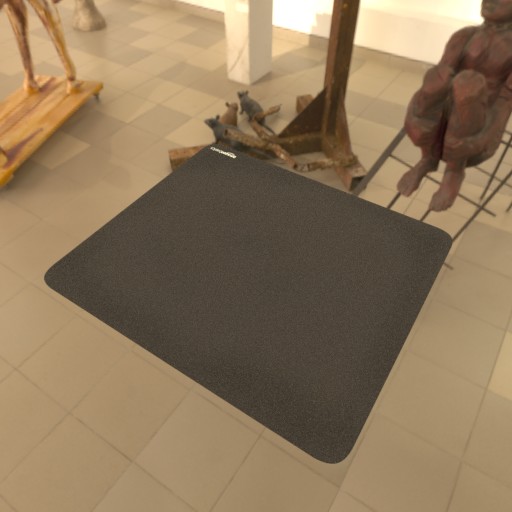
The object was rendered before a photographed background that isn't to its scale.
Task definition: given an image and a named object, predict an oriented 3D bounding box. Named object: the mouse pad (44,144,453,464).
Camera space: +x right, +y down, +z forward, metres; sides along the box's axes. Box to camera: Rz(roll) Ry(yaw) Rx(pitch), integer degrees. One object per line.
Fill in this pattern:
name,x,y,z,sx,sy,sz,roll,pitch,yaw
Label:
mouse pad,0.000,0.000,0.624,0.451,0.002,0.393,26,52,22
